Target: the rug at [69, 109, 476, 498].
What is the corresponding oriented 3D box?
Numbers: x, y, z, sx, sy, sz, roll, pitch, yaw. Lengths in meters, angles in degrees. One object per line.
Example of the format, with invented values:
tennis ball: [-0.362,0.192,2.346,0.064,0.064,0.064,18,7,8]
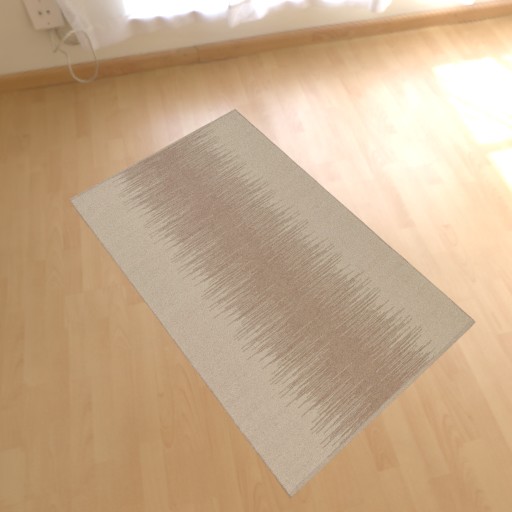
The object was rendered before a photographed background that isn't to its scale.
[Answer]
rug: [0.000,0.000,2.968,1.522,0.012,2.440,-35,65,-19]
